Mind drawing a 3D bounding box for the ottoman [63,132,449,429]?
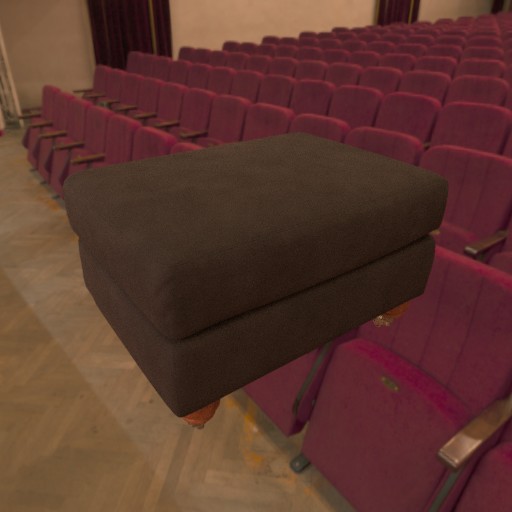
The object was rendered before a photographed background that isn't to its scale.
[{"bbox_3d":[0.000,0.000,1.141,0.773,0.497,0.574,-19,34,-31],"label":"ottoman"}]
